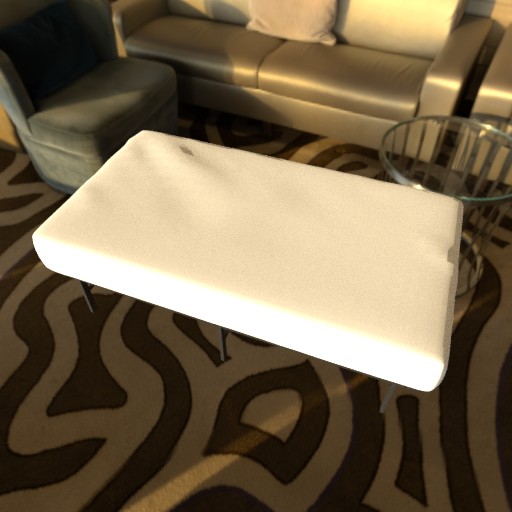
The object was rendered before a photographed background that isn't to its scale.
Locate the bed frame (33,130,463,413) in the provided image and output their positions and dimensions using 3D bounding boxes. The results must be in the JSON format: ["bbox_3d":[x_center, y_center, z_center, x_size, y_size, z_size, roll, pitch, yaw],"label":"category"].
[{"bbox_3d":[0.000,0.000,2.343,1.908,0.640,1.025,16,49,14],"label":"bed frame"}]
